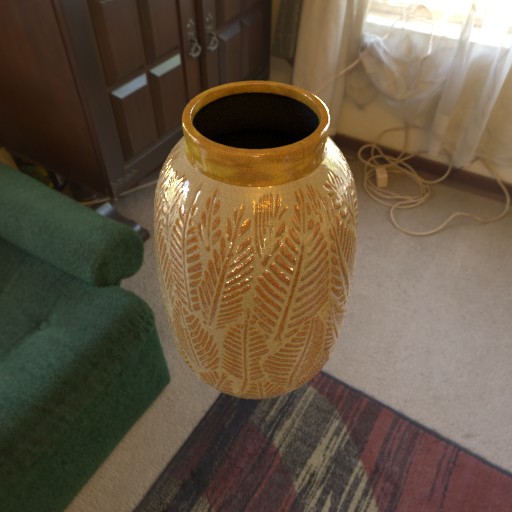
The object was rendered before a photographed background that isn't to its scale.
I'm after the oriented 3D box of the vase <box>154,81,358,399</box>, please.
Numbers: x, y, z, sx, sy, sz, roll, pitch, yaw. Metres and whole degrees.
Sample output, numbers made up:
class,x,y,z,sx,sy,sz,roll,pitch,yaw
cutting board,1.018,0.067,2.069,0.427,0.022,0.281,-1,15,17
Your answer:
class,x,y,z,sx,sy,sz,roll,pitch,yaw
vase,0.000,0.000,0.386,0.172,0.270,0.172,0,46,0
